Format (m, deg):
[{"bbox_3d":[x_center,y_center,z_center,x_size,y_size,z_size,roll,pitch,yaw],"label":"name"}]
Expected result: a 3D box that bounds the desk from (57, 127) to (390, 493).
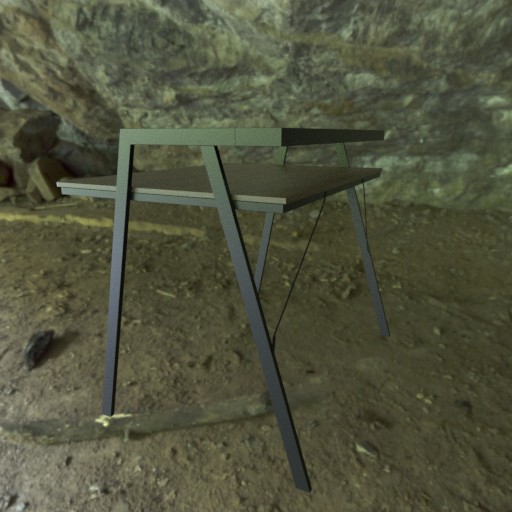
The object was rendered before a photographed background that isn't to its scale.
[{"bbox_3d":[0.000,0.000,1.822,0.936,0.998,1.143,8,17,26],"label":"desk"}]
